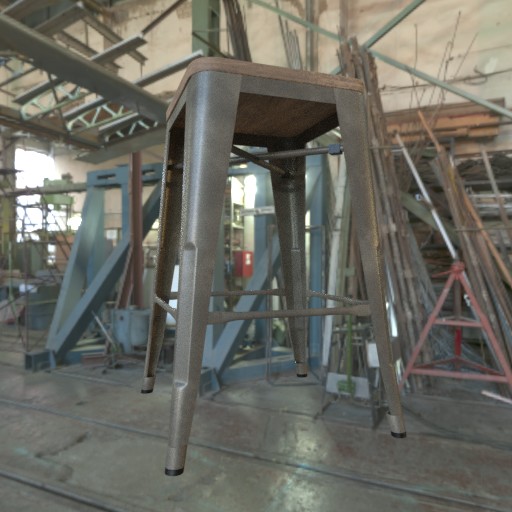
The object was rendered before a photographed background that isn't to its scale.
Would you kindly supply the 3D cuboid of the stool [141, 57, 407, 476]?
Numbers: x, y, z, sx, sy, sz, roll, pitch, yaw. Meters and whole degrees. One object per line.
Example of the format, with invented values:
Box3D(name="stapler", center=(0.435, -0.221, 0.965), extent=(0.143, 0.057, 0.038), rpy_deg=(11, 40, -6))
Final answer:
Box3D(name="stool", center=(0.000, 0.000, 0.868), extent=(0.407, 0.607, 0.407), rpy_deg=(0, 0, -19))
